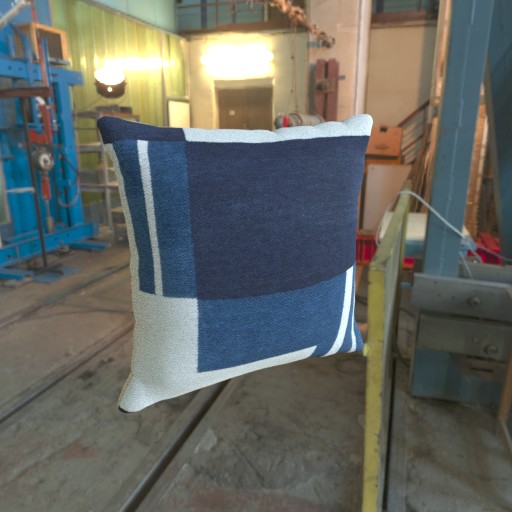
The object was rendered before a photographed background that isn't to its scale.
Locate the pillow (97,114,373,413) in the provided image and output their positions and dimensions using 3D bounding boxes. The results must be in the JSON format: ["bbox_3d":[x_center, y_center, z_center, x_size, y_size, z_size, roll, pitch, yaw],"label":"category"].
[{"bbox_3d":[0.000,0.000,0.820,0.536,0.506,0.229,-8,18,-25],"label":"pillow"}]
